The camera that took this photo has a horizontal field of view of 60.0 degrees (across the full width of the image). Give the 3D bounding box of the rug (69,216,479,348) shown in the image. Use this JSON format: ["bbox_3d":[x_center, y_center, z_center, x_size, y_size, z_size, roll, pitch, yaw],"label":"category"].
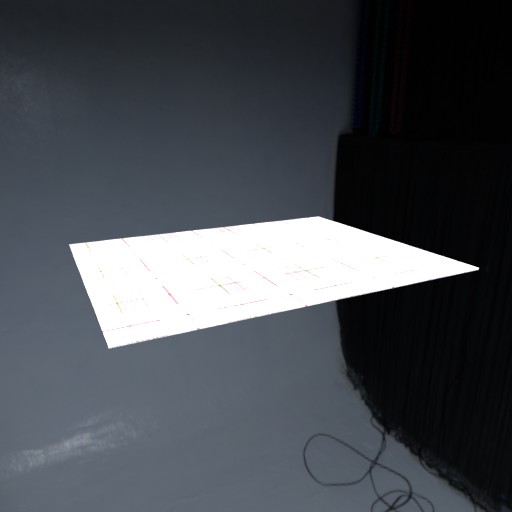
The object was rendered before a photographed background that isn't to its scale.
[{"bbox_3d":[0.000,0.000,4.018,2.959,0.016,2.317,-8,19,-26],"label":"rug"}]
